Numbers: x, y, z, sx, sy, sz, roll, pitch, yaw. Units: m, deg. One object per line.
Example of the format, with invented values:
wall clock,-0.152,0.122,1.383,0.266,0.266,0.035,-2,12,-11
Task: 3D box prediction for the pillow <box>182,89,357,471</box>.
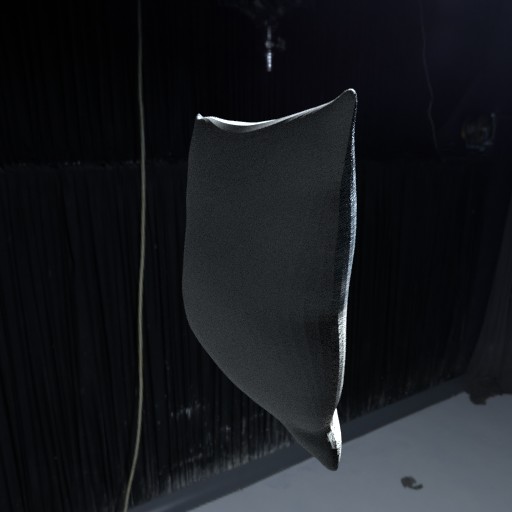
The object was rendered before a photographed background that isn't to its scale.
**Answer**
pillow,0.000,0.000,0.671,0.182,0.441,0.440,-8,17,-27
